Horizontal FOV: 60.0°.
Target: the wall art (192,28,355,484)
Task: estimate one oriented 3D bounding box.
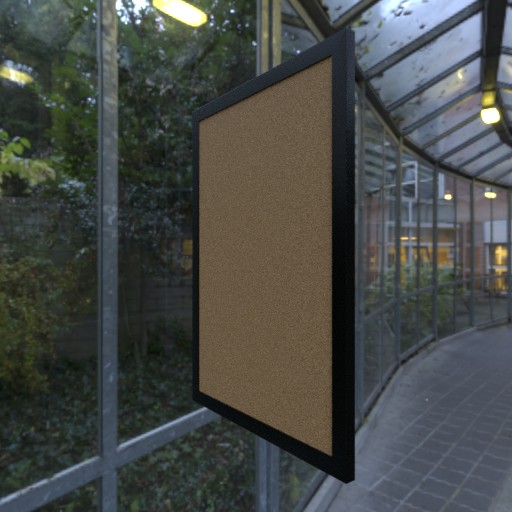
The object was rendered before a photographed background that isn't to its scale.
[{"bbox_3d":[0.000,0.000,0.828,0.019,0.656,0.462,0,0,-36],"label":"wall art"}]
